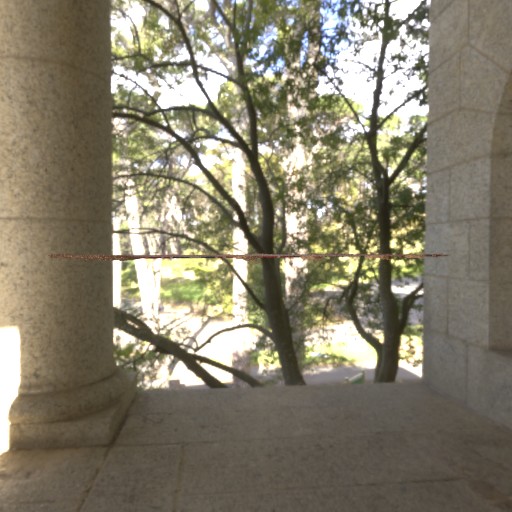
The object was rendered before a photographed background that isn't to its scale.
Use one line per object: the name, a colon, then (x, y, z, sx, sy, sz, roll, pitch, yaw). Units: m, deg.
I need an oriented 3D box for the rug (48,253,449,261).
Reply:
rug: (0.000, 0.000, 3.115, 2.450, 0.048, 1.778, 0, 1, -36)
